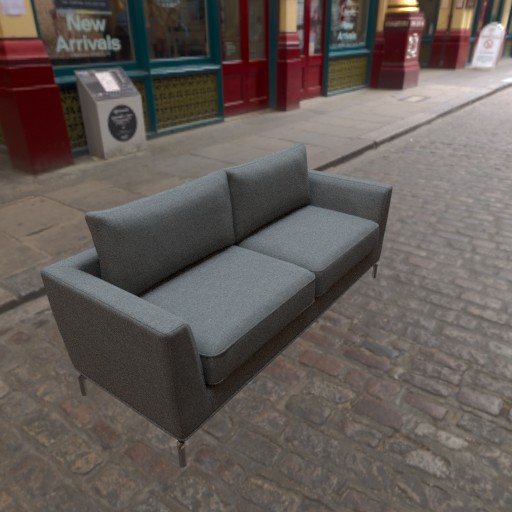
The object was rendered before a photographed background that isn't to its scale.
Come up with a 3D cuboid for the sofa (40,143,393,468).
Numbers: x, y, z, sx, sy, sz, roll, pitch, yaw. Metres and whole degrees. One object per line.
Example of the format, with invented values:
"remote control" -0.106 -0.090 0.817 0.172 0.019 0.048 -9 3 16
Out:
"sofa" 0.000 0.000 2.707 0.869 1.002 2.212 18 32 32
